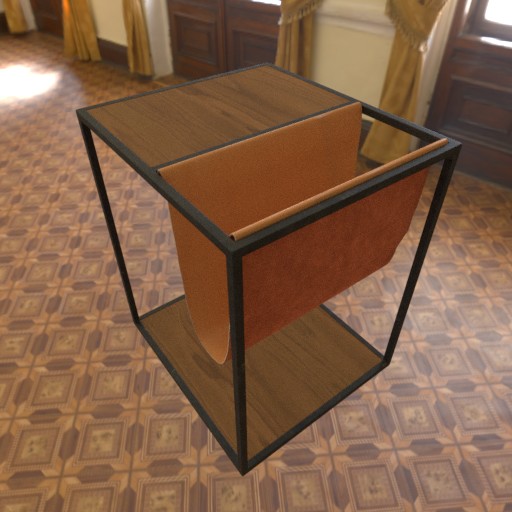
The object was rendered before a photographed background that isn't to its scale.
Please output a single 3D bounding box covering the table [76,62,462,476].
[{"bbox_3d":[0.000,0.000,0.849,0.399,0.536,0.450,-26,47,-27],"label":"table"}]
